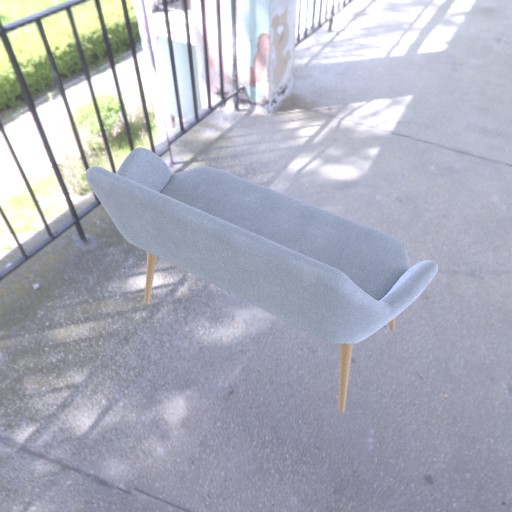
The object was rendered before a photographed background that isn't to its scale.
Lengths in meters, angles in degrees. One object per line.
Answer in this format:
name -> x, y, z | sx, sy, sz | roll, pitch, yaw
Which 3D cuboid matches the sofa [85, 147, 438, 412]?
sofa -> 0.000, 0.000, 1.598 | 1.150, 0.840, 0.610 | 24, 52, 21
